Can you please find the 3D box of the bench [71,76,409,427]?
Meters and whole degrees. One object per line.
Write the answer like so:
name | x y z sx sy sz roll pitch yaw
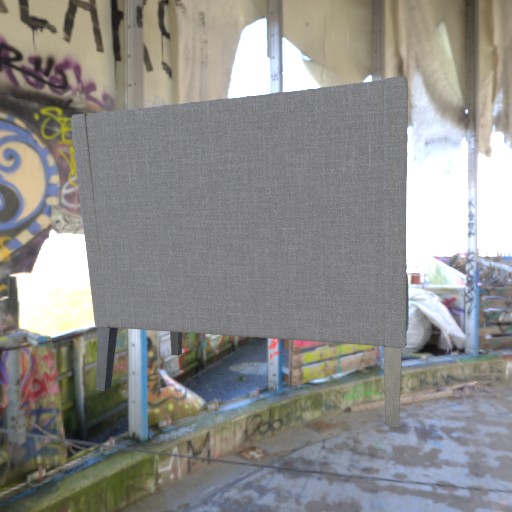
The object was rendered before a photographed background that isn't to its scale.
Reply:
bench | 0.000 0.000 1.948 1.276 1.121 0.842 0 1 19
